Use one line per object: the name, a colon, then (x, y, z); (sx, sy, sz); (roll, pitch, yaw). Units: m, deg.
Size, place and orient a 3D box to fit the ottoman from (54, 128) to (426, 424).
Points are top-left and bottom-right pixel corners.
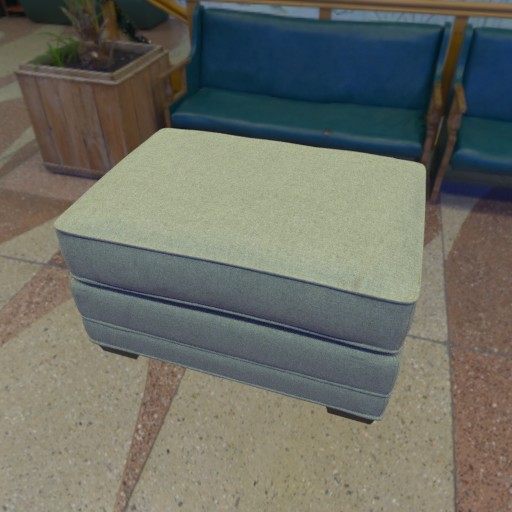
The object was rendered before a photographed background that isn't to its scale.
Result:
ottoman: (0.000, 0.000, 1.260); (0.848, 0.508, 0.611); (11, 41, 13)
